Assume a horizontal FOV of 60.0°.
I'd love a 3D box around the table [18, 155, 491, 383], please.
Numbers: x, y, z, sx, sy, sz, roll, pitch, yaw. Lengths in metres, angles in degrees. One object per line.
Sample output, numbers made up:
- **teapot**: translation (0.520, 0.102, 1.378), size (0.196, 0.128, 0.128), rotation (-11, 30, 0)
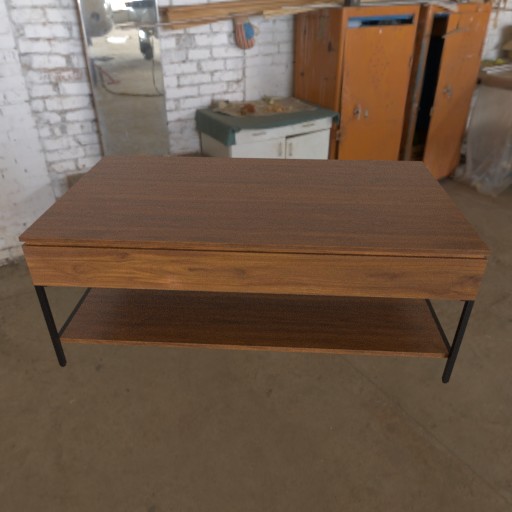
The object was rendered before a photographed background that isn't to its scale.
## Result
- **table**: translation (0.000, 0.000, 1.340), size (1.057, 0.414, 0.574), rotation (2, 32, 3)
